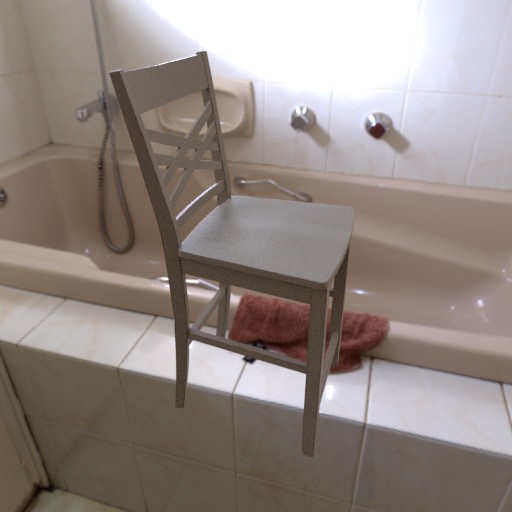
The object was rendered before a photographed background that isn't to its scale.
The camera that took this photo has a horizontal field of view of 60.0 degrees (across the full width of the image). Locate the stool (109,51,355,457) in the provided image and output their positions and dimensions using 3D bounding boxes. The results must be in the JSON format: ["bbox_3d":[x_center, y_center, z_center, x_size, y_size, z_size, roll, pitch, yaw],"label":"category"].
[{"bbox_3d":[0.000,0.000,1.339,0.539,1.079,0.462,10,31,16],"label":"stool"}]
